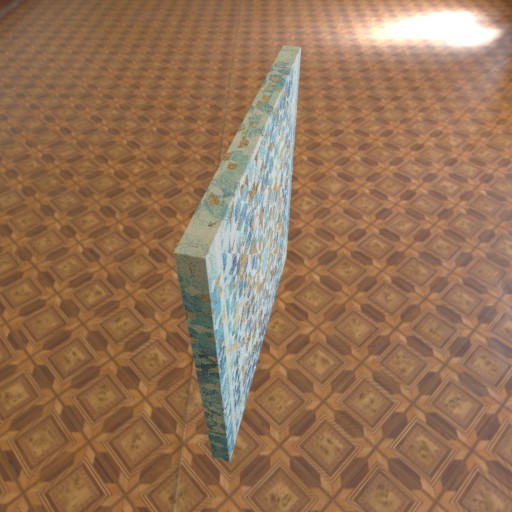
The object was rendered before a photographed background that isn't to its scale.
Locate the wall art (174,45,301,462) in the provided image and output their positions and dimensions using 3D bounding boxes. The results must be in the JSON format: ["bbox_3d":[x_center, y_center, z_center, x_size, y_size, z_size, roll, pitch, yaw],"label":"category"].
[{"bbox_3d":[0.000,0.000,0.908,0.040,0.609,0.609,10,47,10],"label":"wall art"}]
